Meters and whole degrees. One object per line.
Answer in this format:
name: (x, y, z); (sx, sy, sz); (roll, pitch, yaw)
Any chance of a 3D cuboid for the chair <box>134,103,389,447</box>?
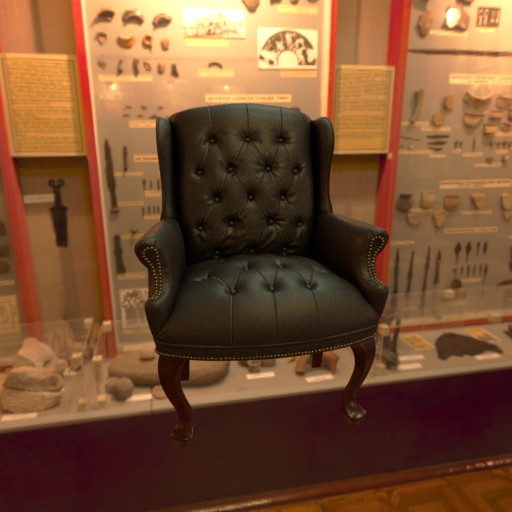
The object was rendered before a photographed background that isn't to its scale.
chair: (0.000, 0.000, 1.662); (0.838, 1.111, 0.762); (-3, 17, -10)
